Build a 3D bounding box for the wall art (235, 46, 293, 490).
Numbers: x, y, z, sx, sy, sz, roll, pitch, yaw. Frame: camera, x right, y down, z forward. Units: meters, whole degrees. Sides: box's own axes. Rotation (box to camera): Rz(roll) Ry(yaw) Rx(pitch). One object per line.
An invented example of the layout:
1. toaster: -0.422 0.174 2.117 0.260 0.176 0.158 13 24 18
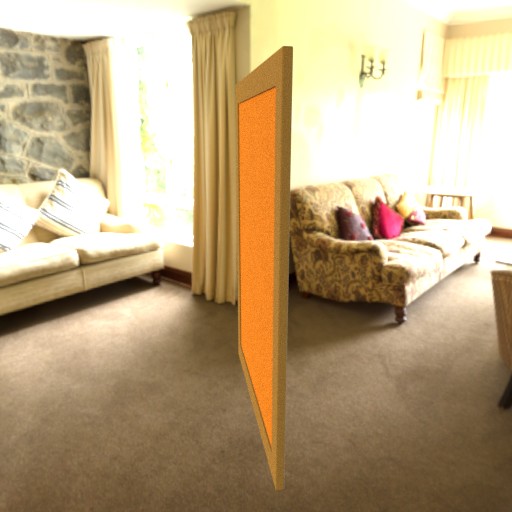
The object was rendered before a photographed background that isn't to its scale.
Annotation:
1. wall art: 0.000 0.000 0.681 0.012 0.529 0.374 -3 16 -9
